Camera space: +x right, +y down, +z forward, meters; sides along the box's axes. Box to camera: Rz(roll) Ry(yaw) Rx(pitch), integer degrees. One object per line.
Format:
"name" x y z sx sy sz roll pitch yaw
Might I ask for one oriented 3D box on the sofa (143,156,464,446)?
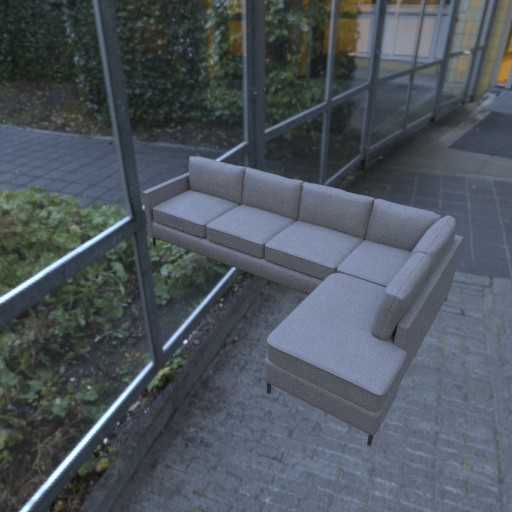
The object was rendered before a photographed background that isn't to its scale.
"sofa" 0.000 0.000 4.288 3.331 0.964 2.077 19 35 29
